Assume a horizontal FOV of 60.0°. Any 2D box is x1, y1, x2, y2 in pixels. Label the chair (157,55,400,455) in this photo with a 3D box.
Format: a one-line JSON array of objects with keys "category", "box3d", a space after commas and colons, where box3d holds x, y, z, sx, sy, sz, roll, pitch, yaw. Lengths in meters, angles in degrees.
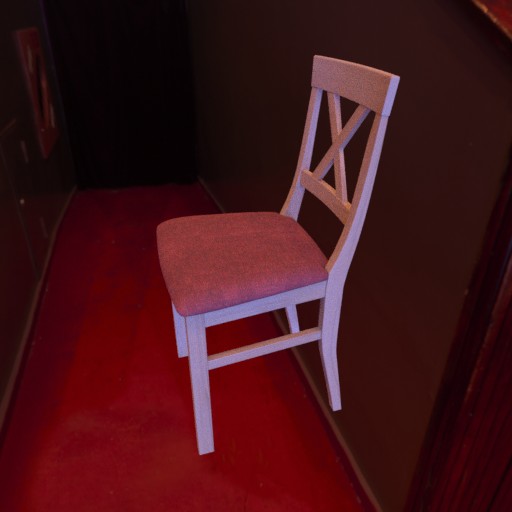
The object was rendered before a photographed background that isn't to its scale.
[{"category": "chair", "box3d": [0.000, 0.000, 1.158, 0.492, 0.912, 0.439, -9, 31, -14]}]
